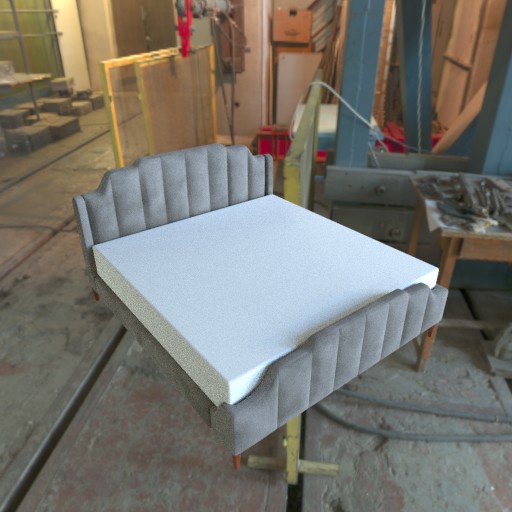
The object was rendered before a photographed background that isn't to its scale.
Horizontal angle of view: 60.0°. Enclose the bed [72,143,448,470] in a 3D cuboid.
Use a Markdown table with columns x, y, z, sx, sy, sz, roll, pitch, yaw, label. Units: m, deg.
| x | y | z | sx | sy | sz | roll | pitch | yaw | label |
| --- | --- | --- | --- | --- | --- | --- | --- | --- | --- |
| 0.000 | 0.000 | 3.610 | 2.074 | 1.245 | 2.340 | -21 | 35 | -33 | bed |
